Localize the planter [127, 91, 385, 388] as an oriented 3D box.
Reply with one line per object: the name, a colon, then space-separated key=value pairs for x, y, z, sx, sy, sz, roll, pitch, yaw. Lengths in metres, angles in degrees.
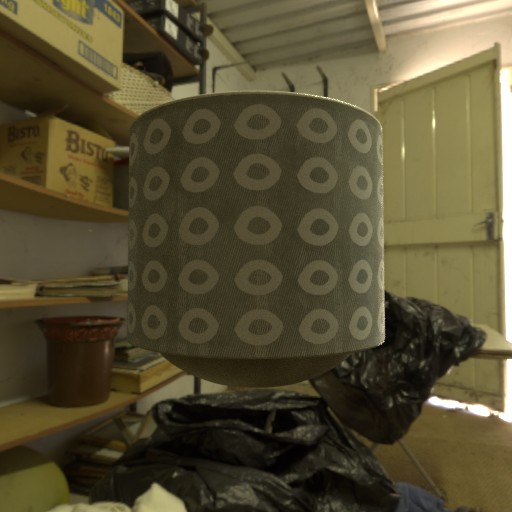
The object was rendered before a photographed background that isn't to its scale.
planter: x=0.000 y=0.000 z=0.343 sx=0.190 sy=0.181 sz=0.190 roll=0 pitch=-2 yaw=0
